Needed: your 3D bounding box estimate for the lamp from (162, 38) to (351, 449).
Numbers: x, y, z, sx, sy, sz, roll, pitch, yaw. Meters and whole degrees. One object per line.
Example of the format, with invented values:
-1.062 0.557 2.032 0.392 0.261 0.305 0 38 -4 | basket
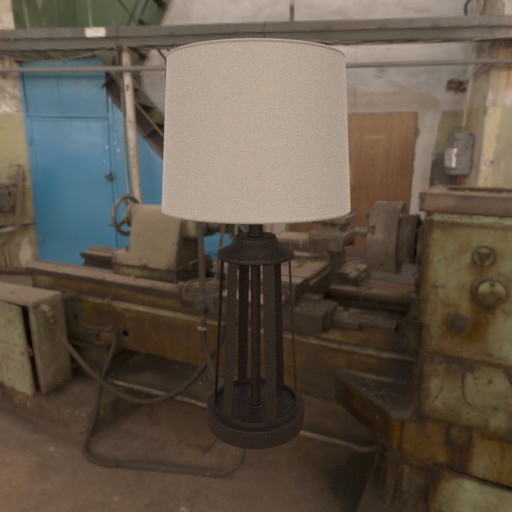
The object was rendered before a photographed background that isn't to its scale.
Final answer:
0.000 0.000 0.617 0.251 0.509 0.251 0 14 0 | lamp
